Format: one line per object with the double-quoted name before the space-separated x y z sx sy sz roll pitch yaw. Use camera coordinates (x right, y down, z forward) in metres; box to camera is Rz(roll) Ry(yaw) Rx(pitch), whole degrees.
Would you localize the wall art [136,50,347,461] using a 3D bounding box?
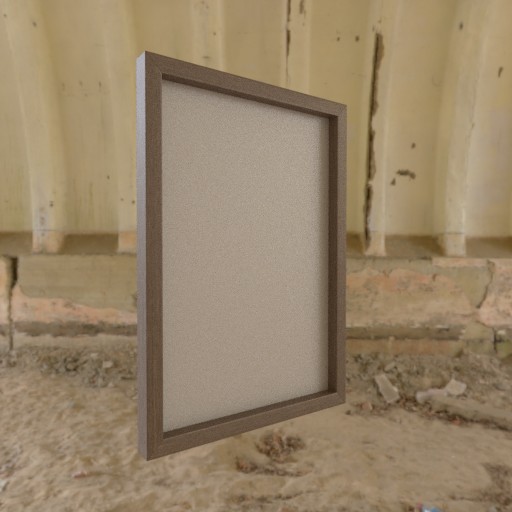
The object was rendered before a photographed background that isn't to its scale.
"wall art" 0.000 0.000 0.667 0.358 0.510 0.032 -1 1 -36
